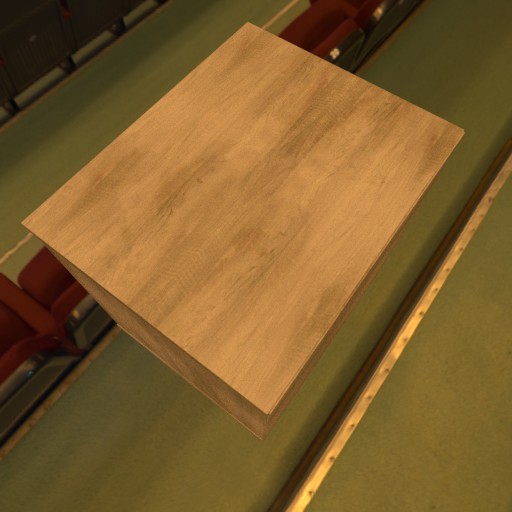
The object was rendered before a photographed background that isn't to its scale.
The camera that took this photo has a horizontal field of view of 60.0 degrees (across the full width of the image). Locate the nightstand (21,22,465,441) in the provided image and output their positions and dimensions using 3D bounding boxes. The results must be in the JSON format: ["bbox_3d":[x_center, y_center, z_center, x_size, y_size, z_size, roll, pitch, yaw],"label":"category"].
[{"bbox_3d":[0.000,0.000,0.732,0.347,0.448,0.427,34,69,15],"label":"nightstand"}]
